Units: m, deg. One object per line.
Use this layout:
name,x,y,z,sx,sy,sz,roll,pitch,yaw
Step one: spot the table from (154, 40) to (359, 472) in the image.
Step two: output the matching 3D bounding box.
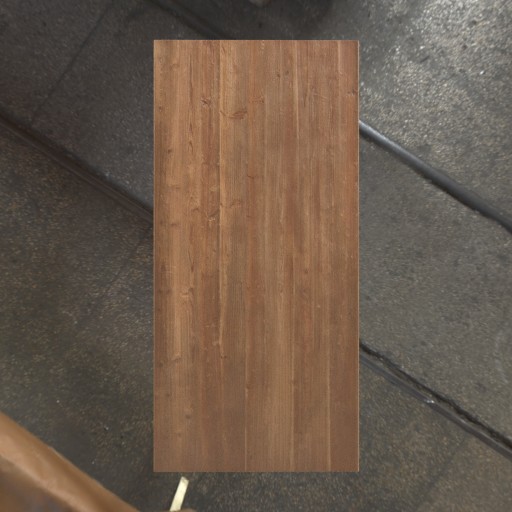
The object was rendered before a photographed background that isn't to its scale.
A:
table,0.000,0.000,2.436,0.952,0.760,2.003,0,90,0
